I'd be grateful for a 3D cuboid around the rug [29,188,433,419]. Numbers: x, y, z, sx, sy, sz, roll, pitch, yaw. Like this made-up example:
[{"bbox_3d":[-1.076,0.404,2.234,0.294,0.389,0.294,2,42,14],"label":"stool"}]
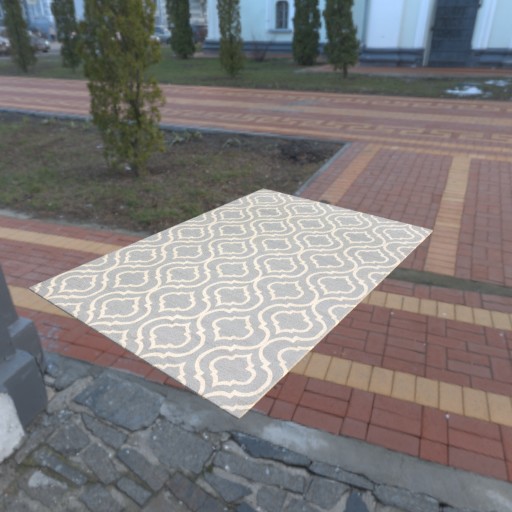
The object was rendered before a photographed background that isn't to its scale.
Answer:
[{"bbox_3d":[0.000,0.000,2.688,1.451,0.010,2.080,19,33,33],"label":"rug"}]
